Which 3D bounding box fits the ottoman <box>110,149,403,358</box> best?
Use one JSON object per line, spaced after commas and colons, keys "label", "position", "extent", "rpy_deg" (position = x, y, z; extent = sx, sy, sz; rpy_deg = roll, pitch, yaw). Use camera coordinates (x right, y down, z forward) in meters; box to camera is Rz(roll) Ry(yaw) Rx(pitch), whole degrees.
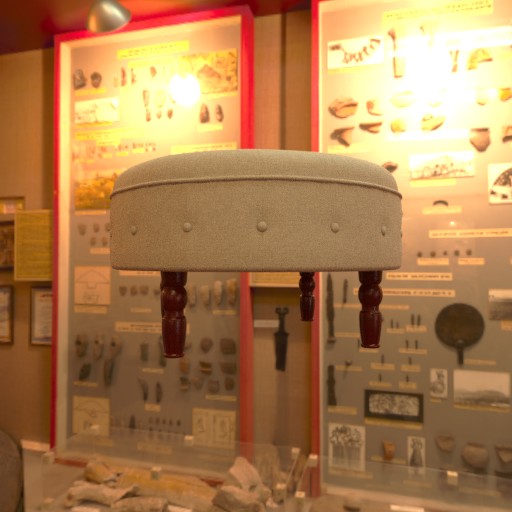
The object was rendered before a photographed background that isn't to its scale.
{"label": "ottoman", "position": [0.000, 0.000, 1.352], "extent": [0.849, 0.478, 0.849], "rpy_deg": [0, 0, 0]}
